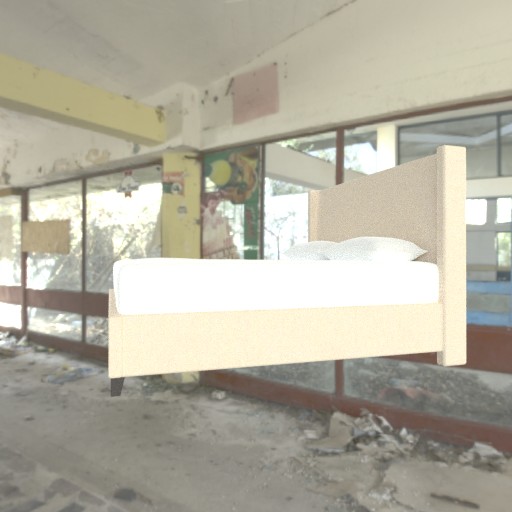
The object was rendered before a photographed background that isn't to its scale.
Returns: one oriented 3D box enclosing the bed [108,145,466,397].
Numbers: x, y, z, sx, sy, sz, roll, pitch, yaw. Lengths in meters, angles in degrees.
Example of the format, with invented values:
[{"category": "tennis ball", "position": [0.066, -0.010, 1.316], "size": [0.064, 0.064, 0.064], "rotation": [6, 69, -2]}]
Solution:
[{"category": "bed", "position": [0.000, 0.000, 3.640], "size": [2.293, 1.471, 2.145], "rotation": [0, 0, -18]}]
